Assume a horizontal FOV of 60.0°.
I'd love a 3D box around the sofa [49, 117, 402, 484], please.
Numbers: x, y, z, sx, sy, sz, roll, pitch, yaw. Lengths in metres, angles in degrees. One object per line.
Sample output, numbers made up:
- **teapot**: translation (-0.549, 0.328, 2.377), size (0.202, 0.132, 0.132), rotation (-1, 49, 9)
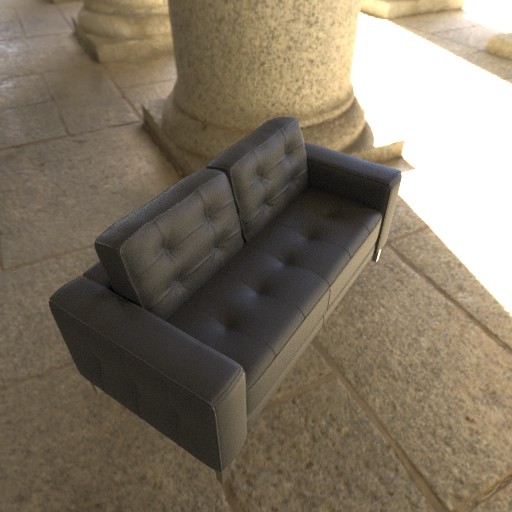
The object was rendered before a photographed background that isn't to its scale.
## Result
- **sofa**: translation (0.000, 0.000, 2.177), size (0.833, 0.892, 1.726), rotation (24, 47, 25)
